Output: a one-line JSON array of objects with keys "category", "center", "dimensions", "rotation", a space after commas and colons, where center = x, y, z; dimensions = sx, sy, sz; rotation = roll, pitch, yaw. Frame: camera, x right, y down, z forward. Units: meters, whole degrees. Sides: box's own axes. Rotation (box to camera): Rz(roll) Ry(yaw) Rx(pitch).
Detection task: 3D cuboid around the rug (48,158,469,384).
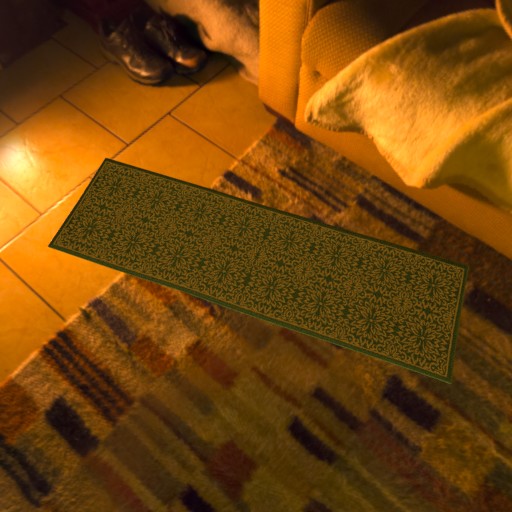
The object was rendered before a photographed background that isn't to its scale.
[{"category": "rug", "center": [0.000, 0.000, 2.406], "dimensions": [2.196, 0.011, 0.662], "rotation": [18, 64, 9]}]
